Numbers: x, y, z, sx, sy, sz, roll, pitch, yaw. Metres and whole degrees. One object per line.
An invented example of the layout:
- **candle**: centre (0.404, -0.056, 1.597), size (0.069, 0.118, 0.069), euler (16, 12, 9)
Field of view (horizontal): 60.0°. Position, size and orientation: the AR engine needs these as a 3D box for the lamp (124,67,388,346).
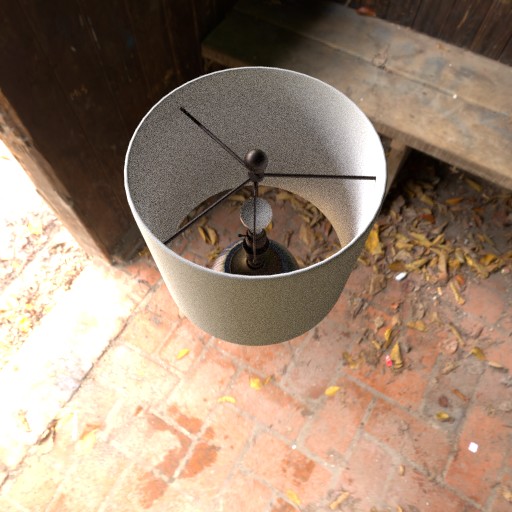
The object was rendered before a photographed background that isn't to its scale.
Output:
- **lamp**: centre (0.000, 0.000, 0.798), size (0.329, 0.570, 0.329), euler (2, 64, 1)
